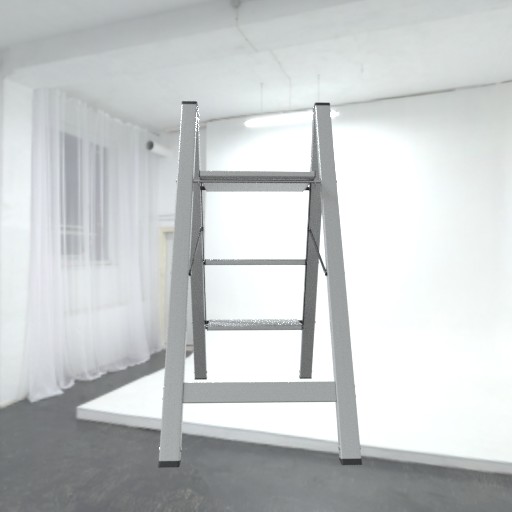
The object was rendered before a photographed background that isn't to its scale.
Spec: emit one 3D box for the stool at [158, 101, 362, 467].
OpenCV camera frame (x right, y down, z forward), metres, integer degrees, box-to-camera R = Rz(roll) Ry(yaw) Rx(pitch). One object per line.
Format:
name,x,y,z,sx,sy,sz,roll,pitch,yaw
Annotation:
stool,0.000,0.000,1.311,0.441,0.902,0.730,0,-1,-2
